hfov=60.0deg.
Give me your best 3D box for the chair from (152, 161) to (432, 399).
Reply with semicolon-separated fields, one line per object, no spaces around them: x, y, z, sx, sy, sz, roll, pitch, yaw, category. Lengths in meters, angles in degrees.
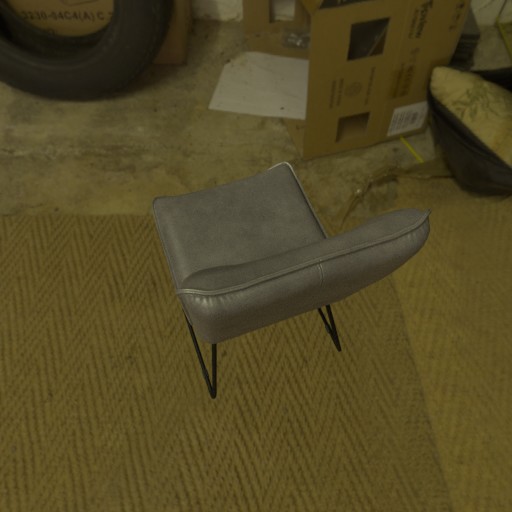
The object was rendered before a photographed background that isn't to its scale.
0.000;0.000;1.331;0.515;0.932;0.688;-18;59;-11;chair
